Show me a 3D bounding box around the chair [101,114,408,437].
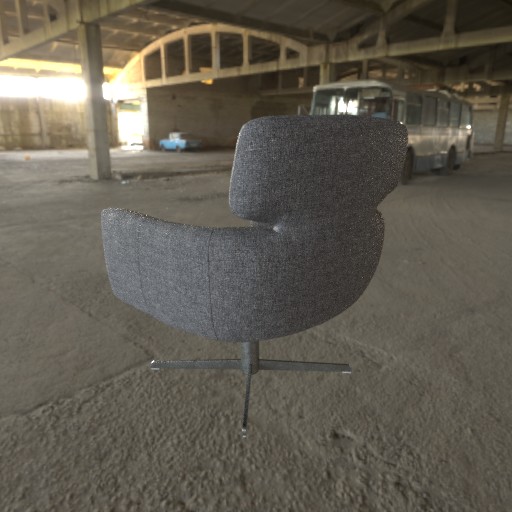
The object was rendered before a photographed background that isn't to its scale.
[{"bbox_3d":[0.000,0.000,1.356,0.706,0.812,0.715,-14,21,-41],"label":"chair"}]
